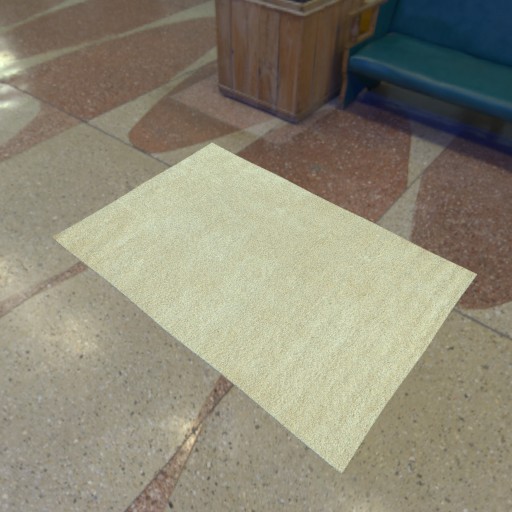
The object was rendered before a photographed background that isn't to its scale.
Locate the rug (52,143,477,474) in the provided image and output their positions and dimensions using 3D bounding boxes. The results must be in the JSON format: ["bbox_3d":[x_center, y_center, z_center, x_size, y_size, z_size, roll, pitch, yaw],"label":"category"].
[{"bbox_3d":[0.000,0.000,3.368,2.699,0.025,1.800,32,54,27],"label":"rug"}]
